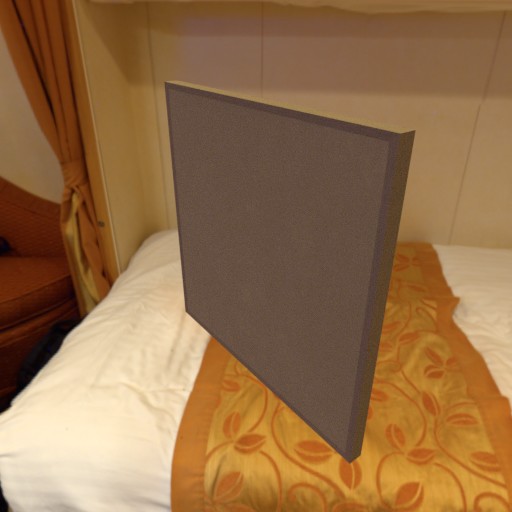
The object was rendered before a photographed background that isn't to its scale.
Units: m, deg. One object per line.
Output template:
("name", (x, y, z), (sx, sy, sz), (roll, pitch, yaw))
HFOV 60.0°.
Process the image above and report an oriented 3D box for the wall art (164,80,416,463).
("wall art", (0.000, 0.000, 1.123), (0.038, 0.758, 0.761), (-20, 34, -33))
